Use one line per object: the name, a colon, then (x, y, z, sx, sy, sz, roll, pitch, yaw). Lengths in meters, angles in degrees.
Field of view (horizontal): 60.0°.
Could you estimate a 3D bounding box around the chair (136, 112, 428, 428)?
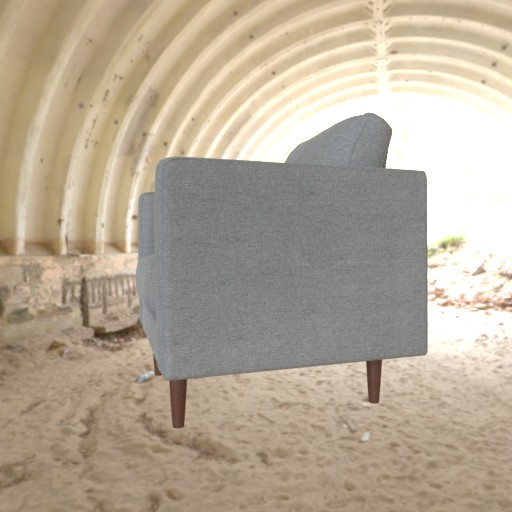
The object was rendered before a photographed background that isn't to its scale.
chair: (0.000, 0.000, 1.558, 0.800, 0.927, 0.855, 0, 1, -18)
